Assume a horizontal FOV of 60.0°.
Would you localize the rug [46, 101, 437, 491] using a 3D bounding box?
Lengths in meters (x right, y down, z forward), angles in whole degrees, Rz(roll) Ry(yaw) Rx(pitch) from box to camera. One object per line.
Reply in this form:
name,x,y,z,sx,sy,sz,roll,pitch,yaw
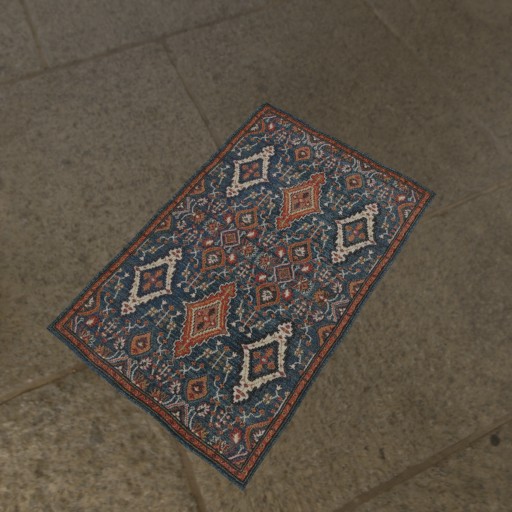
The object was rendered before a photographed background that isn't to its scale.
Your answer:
rug,0.000,0.000,4.228,2.190,0.008,3.371,33,68,15
